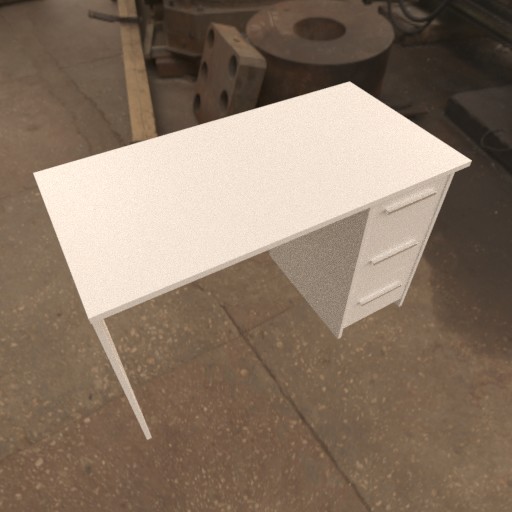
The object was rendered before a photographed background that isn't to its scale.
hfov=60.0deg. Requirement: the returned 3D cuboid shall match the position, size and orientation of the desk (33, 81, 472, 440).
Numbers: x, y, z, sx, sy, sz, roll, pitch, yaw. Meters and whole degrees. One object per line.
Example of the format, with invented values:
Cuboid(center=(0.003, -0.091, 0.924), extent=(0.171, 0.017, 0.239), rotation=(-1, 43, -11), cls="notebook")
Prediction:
Cuboid(center=(0.000, 0.000, 1.511), extent=(1.097, 0.735, 0.560), rotation=(-23, 51, -20), cls="desk")
